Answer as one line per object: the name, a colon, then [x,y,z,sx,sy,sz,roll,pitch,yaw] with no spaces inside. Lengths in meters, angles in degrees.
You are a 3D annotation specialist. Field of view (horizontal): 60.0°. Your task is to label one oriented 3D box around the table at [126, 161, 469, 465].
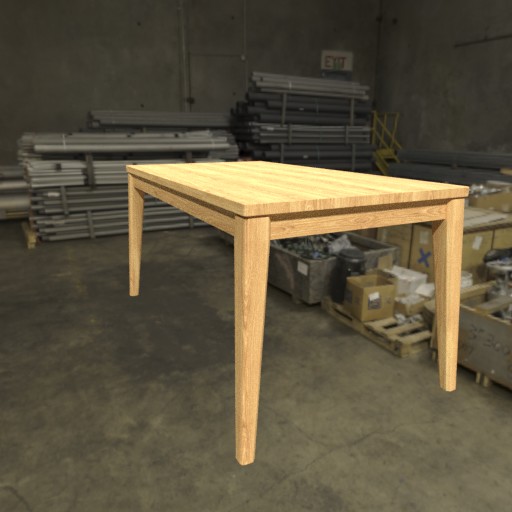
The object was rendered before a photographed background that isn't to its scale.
table: [0.000,0.000,2.070,0.900,0.760,1.600,-8,17,-26]
